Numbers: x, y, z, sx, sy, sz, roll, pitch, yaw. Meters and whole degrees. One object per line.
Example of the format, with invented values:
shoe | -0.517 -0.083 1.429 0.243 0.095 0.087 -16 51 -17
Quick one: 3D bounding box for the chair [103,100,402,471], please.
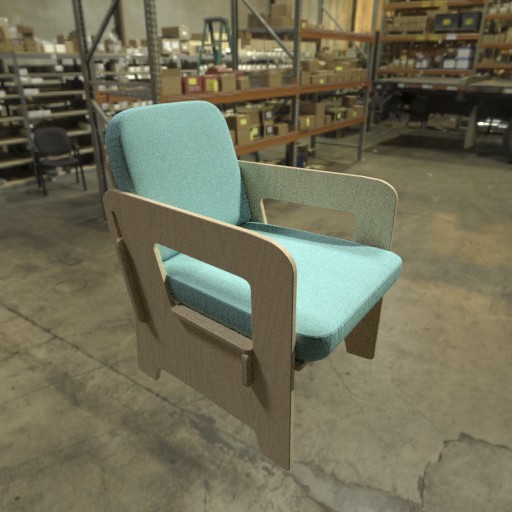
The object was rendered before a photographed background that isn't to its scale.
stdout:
chair | 0.000 0.000 1.268 0.710 0.800 0.590 16 29 32
